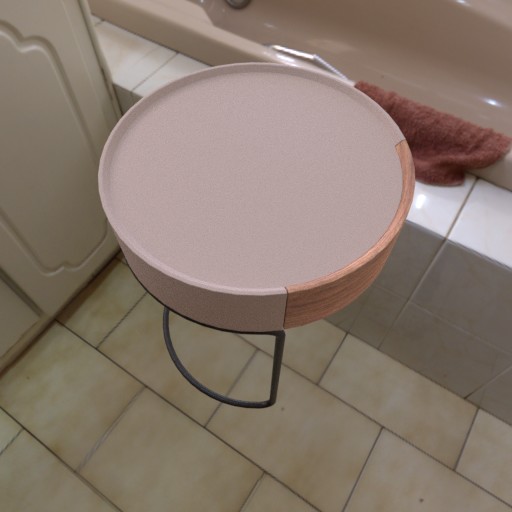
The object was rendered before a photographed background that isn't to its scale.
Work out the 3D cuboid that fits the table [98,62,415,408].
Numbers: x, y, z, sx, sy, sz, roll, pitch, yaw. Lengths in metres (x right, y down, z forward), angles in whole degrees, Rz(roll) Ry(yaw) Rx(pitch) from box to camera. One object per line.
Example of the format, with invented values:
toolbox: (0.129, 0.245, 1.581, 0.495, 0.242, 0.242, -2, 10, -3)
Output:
table: (0.000, 0.000, 0.859, 0.450, 0.530, 0.450, 0, 57, 0)
